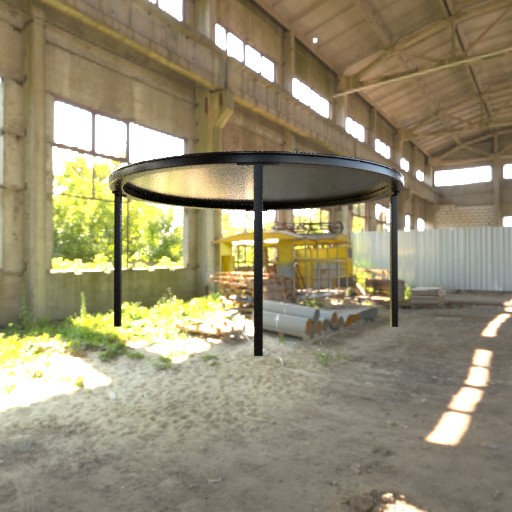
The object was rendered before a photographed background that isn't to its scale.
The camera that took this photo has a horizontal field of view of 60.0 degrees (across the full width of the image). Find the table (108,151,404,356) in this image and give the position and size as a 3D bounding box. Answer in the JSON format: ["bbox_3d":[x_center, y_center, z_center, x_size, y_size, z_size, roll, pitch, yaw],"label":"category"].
[{"bbox_3d":[0.000,0.000,1.260,0.800,0.400,0.800,0,-1,0],"label":"table"}]
